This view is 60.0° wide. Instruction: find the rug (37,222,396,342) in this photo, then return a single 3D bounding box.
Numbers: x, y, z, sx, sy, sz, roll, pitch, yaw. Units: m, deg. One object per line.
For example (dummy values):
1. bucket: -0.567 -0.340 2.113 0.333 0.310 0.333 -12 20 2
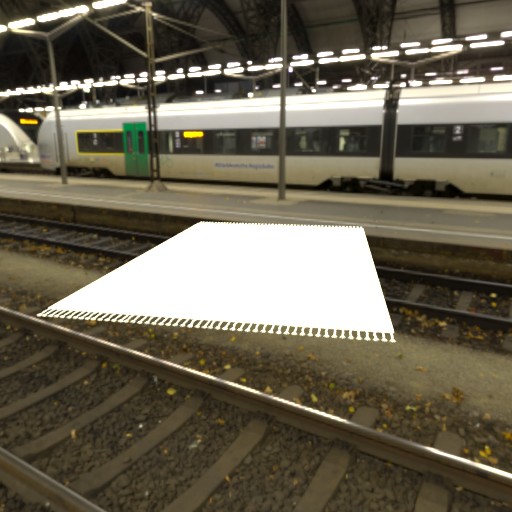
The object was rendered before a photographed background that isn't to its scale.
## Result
1. rug: 0.000 0.000 2.979 1.524 0.010 2.438 3 14 10
